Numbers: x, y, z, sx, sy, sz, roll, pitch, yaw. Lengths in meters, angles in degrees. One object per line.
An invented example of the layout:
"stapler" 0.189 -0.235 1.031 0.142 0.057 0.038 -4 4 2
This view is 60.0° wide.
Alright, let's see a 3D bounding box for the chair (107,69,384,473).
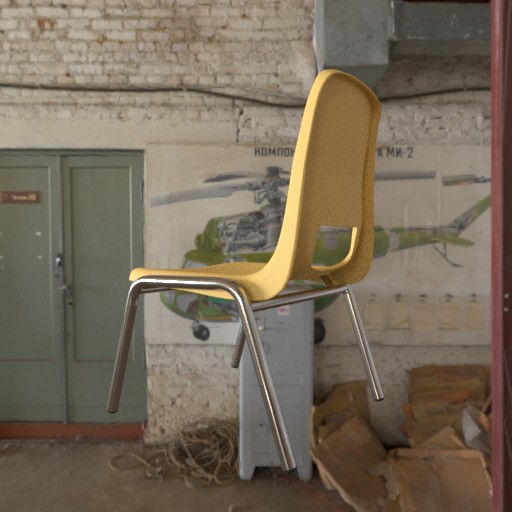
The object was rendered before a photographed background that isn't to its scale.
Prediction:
"chair" 0.000 0.000 0.779 0.385 0.536 0.354 1 2 36
